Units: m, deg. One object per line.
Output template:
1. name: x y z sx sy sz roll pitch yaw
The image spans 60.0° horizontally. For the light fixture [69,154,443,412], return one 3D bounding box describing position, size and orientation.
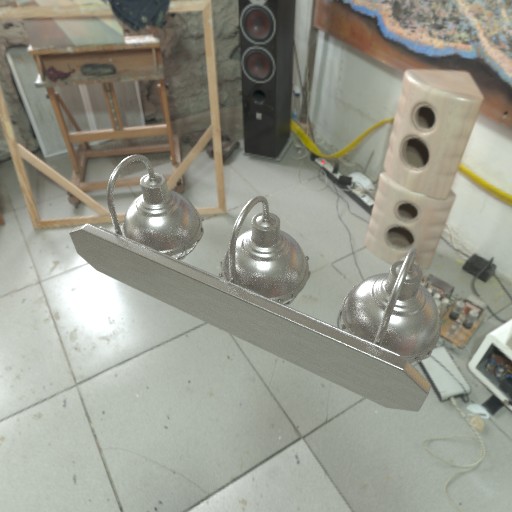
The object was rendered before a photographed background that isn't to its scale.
1. light fixture: 0.000 0.000 0.750 0.634 0.254 0.229 22 49 20
